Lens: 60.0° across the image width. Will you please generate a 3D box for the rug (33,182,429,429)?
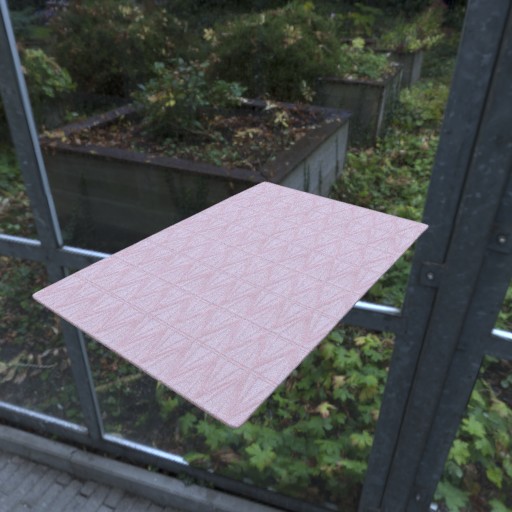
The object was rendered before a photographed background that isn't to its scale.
[{"bbox_3d":[0.000,0.000,3.062,1.609,0.015,2.390,21,36,31],"label":"rug"}]
